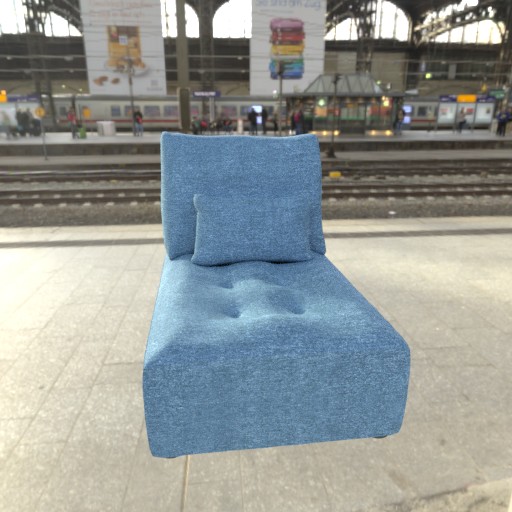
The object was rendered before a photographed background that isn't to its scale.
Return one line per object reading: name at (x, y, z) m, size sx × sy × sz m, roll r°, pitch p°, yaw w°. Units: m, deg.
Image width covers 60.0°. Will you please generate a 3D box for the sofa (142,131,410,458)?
sofa at (0.000, 0.000, 1.561) m, size 0.700 × 0.820 × 1.000 m, roll -2°, pitch 18°, yaw -7°
